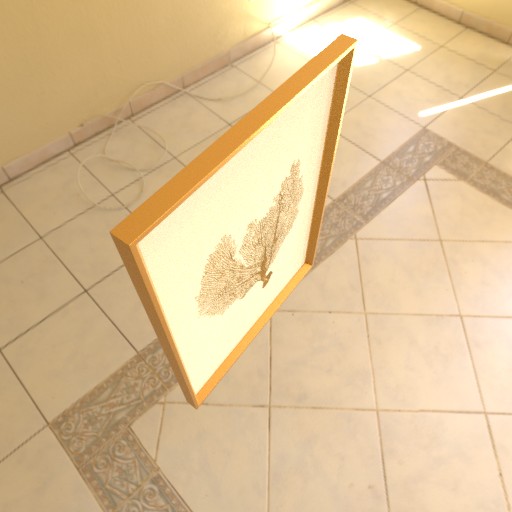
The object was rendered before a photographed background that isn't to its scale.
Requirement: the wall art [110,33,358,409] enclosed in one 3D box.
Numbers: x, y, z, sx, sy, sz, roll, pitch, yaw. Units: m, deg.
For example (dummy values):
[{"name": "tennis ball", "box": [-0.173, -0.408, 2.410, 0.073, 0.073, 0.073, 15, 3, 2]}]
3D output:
[{"name": "wall art", "box": [0.000, 0.000, 1.065, 0.038, 0.812, 0.610, 32, 62, 20]}]
